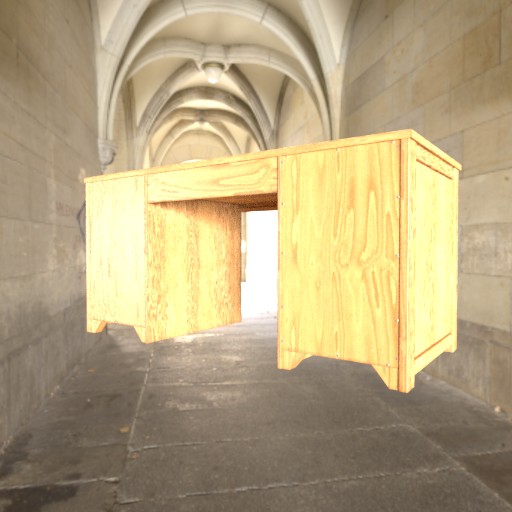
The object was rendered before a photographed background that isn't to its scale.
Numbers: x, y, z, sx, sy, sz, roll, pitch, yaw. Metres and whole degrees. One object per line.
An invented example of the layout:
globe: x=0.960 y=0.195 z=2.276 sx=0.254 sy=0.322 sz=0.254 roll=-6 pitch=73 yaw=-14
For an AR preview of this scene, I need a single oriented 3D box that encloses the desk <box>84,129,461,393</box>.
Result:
desk: x=0.000 y=0.000 z=1.986 sx=1.567 sy=0.751 sz=0.685 roll=1 pitch=2 yaw=36
